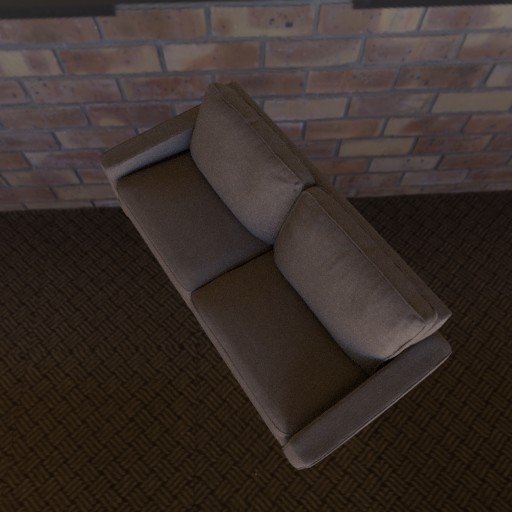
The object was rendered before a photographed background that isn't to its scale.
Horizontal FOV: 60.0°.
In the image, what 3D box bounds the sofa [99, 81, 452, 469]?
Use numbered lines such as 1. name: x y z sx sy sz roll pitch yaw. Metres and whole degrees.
1. sofa: 0.000 0.000 2.513 0.940 0.919 2.080 -32 68 -15
